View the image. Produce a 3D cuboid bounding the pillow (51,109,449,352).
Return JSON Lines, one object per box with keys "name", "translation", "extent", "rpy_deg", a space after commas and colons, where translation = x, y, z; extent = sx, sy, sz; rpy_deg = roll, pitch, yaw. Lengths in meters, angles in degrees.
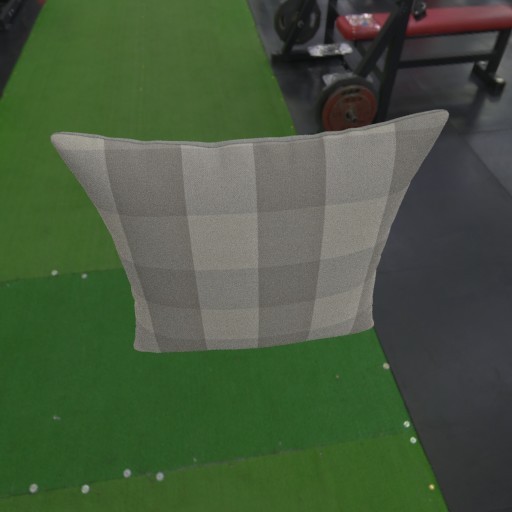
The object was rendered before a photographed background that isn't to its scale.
{"name": "pillow", "translation": [0.000, 0.000, 0.751], "extent": [0.511, 0.509, 0.161], "rpy_deg": [-5, 48, -4]}
